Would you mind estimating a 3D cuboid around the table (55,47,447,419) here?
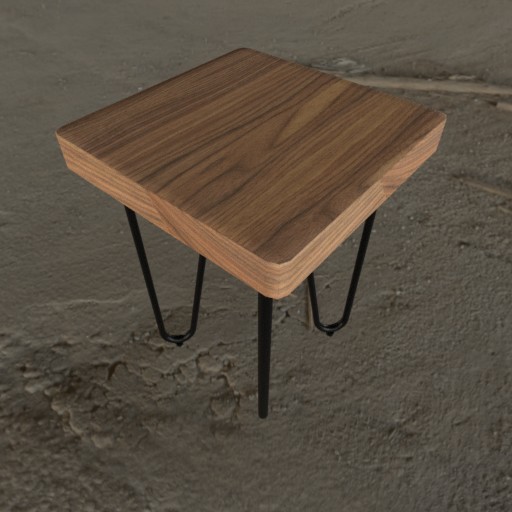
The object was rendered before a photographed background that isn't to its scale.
[{"bbox_3d":[0.000,0.000,0.973,0.479,0.641,0.480,31,53,27],"label":"table"}]
